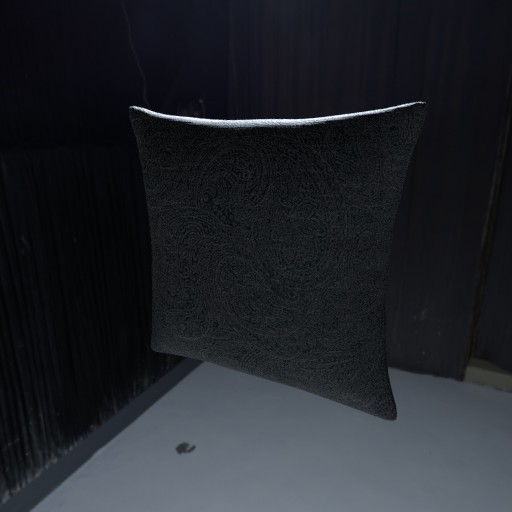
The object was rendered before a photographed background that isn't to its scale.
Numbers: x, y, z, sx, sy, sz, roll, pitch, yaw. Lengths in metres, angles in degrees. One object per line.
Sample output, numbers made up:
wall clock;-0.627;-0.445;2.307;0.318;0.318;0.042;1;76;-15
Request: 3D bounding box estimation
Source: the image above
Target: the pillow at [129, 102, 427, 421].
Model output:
pillow;0.000;0.000;0.782;0.526;0.507;0.166;9;19;27
